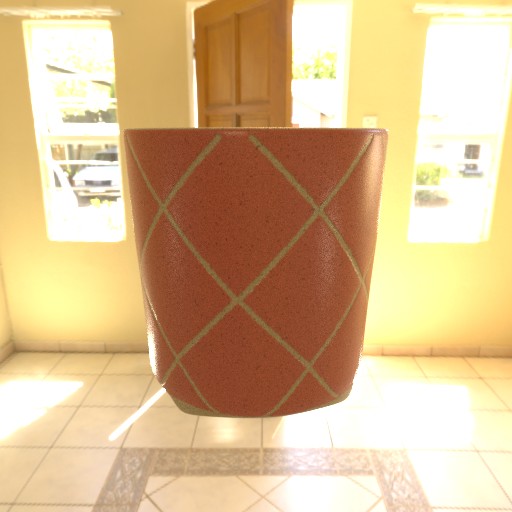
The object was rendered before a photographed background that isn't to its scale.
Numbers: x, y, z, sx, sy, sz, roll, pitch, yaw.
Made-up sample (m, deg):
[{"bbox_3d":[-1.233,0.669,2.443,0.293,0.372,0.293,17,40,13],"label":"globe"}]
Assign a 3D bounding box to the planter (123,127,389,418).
[{"bbox_3d":[0.000,0.000,0.425,0.227,0.235,0.227,0,15,0],"label":"planter"}]
